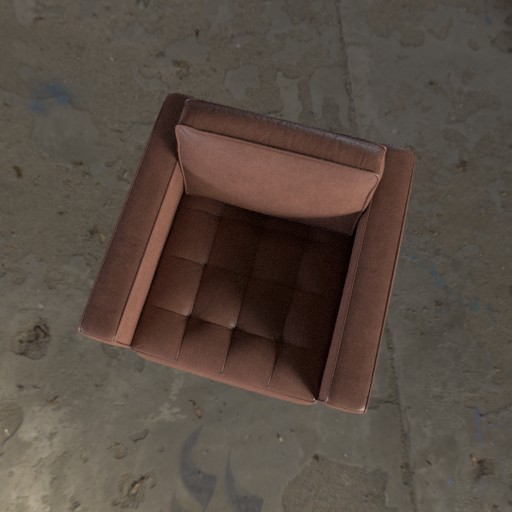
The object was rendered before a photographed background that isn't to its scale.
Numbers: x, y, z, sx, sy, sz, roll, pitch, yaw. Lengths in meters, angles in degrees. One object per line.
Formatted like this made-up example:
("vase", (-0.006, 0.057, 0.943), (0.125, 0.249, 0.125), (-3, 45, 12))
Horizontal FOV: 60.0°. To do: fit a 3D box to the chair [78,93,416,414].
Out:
("chair", (0.000, 0.000, 1.571), (0.920, 0.770, 0.900), (15, 76, 4))
